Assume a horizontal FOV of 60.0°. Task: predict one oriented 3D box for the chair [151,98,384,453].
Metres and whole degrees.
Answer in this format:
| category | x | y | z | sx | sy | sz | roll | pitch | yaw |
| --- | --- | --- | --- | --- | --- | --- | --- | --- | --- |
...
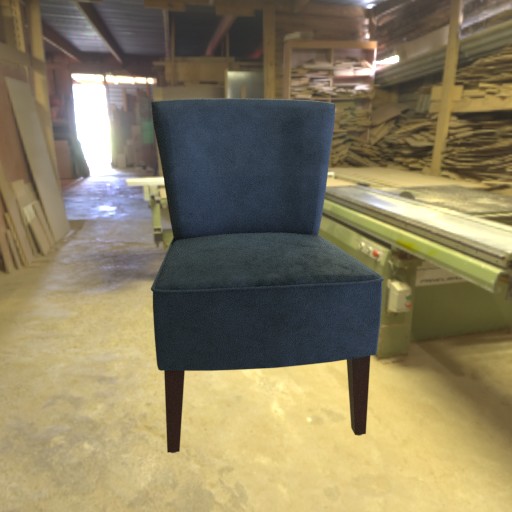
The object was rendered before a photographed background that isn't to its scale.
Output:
| category | x | y | z | sx | sy | sz | roll | pitch | yaw |
| --- | --- | --- | --- | --- | --- | --- | --- | --- | --- |
| chair | 0.000 | 0.000 | 1.158 | 0.521 | 0.806 | 0.551 | -2 | 16 | -8 |
